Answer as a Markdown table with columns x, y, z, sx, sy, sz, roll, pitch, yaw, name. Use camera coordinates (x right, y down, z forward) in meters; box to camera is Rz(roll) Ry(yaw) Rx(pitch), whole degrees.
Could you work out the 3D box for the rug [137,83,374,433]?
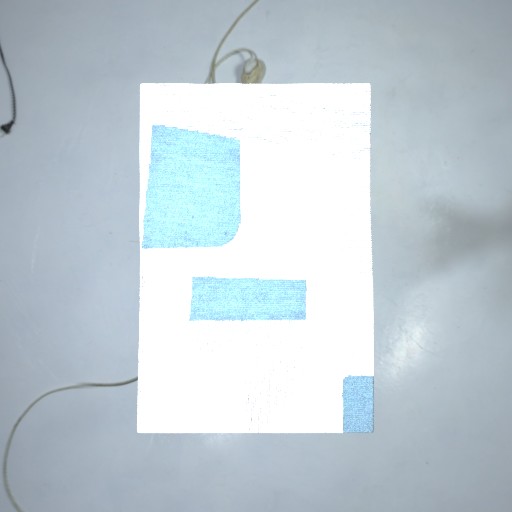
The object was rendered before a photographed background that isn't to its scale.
| x | y | z | sx | sy | sz | roll | pitch | yaw | name |
| --- | --- | --- | --- | --- | --- | --- | --- | --- | --- |
| 0.000 | 0.000 | 2.345 | 1.238 | 0.020 | 1.847 | 0 | 88 | 0 | rug |
